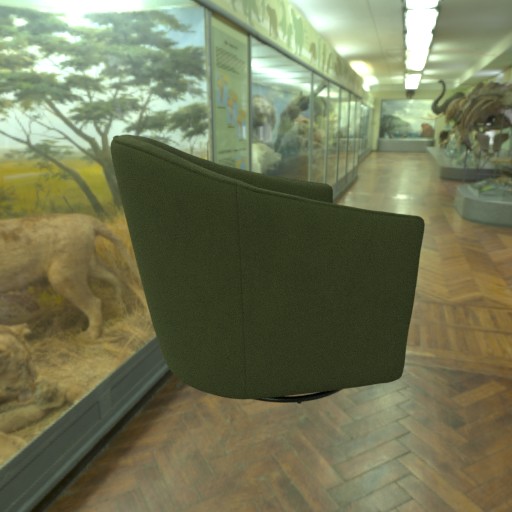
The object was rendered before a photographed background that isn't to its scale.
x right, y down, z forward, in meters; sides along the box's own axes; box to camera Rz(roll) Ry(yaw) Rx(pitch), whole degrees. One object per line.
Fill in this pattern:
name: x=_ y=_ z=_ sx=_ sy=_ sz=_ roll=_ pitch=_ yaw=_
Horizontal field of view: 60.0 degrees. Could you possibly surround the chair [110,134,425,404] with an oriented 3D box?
chair: x=0.000 y=0.000 z=1.505 sx=0.875 sy=0.799 sz=0.747 roll=-4 pitch=17 yaw=-12
